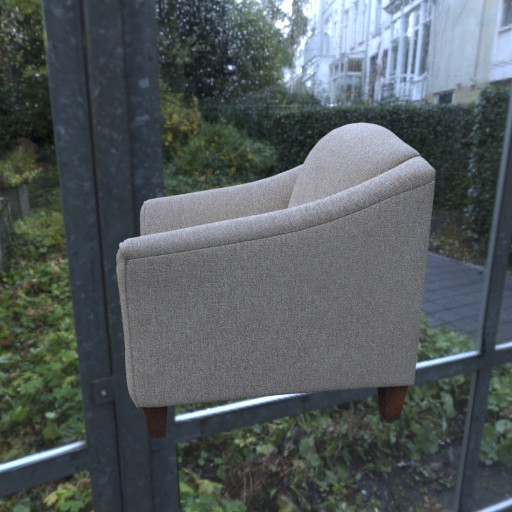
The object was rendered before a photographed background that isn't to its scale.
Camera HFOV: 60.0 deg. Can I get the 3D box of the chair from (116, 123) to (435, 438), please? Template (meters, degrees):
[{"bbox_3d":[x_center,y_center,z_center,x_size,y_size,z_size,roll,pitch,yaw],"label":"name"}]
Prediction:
[{"bbox_3d":[0.000,0.000,1.451,0.787,0.839,0.763,-2,15,-9],"label":"chair"}]
